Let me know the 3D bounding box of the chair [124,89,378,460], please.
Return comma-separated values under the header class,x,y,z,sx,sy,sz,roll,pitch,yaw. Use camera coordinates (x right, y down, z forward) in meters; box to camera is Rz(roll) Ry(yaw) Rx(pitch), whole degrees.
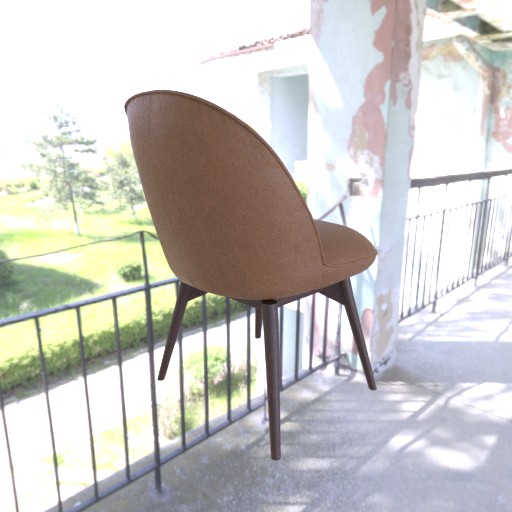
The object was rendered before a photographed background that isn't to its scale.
class,x,y,z,sx,sy,sz,roll,pitch,yaw
chair,0.000,0.000,1.240,0.631,0.831,0.521,-14,20,-43
